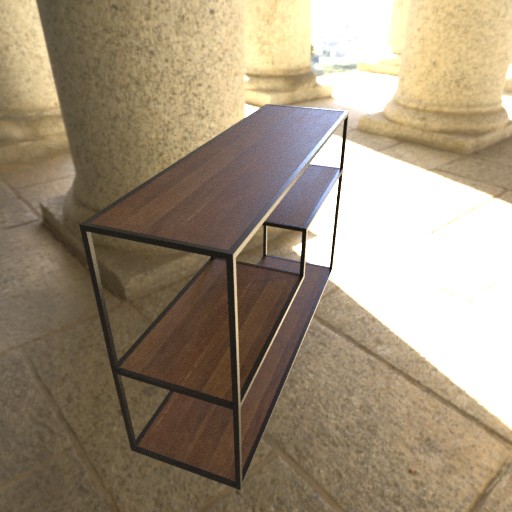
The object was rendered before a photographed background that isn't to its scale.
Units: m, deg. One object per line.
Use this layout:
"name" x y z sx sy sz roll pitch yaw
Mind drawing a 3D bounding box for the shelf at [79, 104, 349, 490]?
"shelf" 0.000 0.000 1.564 0.361 0.765 1.201 11 33 17
